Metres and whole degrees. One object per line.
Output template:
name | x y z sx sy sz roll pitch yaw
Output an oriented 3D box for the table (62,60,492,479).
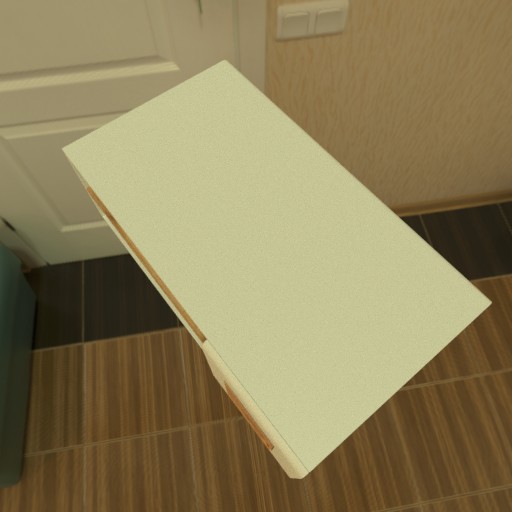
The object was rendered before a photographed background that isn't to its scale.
table | 0.000 0.000 1.394 0.639 0.442 1.097 -36 69 -16
